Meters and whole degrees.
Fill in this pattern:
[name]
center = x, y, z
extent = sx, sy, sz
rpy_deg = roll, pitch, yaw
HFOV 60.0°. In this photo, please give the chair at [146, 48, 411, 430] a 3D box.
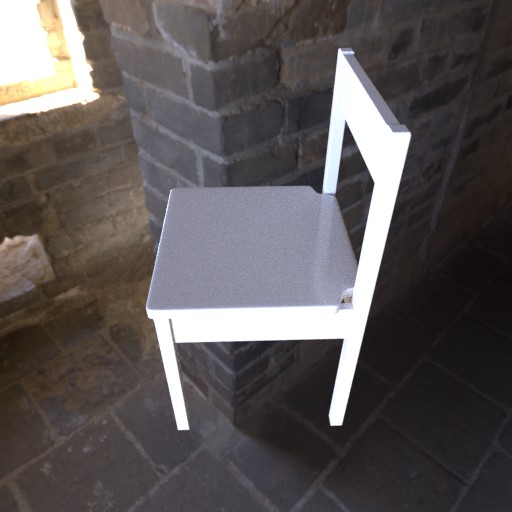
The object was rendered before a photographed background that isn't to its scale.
[chair]
center = 0.000, 0.000, 0.869
extent = 0.361, 0.668, 0.367
rpy_deg = -1, 40, -1
